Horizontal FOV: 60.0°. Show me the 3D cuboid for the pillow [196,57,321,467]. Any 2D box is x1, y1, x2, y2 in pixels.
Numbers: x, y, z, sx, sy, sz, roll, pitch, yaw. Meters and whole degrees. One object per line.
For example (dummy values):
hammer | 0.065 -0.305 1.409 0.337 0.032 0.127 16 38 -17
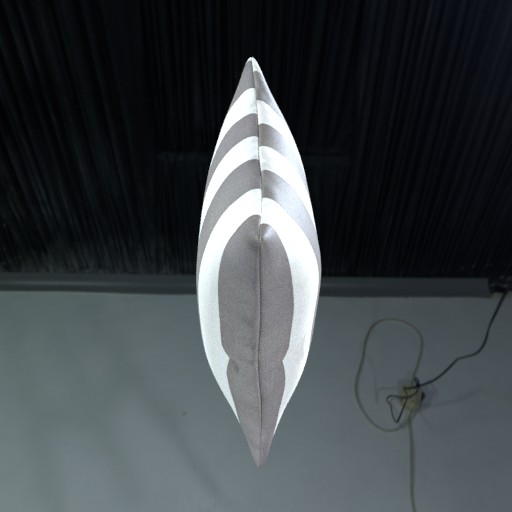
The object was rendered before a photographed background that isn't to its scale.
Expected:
pillow | 0.000 0.000 0.773 0.192 0.507 0.522 -1 42 -1
